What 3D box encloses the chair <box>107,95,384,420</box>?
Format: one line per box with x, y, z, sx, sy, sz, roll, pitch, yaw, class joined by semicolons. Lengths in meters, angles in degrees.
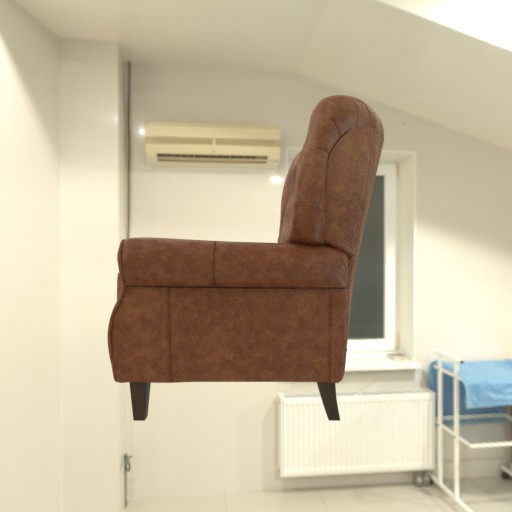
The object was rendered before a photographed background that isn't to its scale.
0.000;0.000;1.917;1.059;1.164;0.951;0;0;0;chair
